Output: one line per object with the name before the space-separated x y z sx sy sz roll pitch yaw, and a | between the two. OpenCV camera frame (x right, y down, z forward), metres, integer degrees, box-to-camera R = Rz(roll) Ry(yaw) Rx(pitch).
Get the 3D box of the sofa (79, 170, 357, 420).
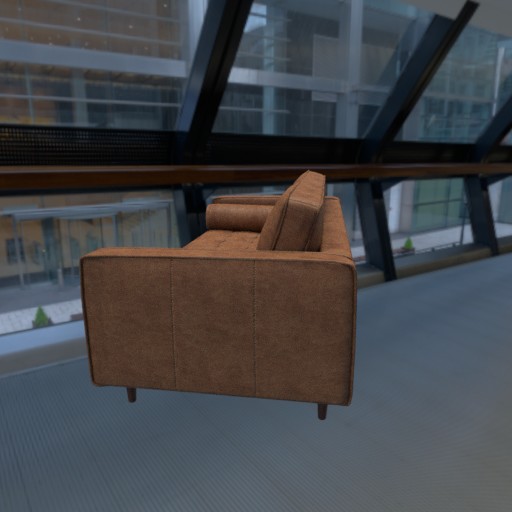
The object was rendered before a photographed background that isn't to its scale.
sofa | 0.000 0.000 2.339 0.924 0.825 1.920 2 14 9
